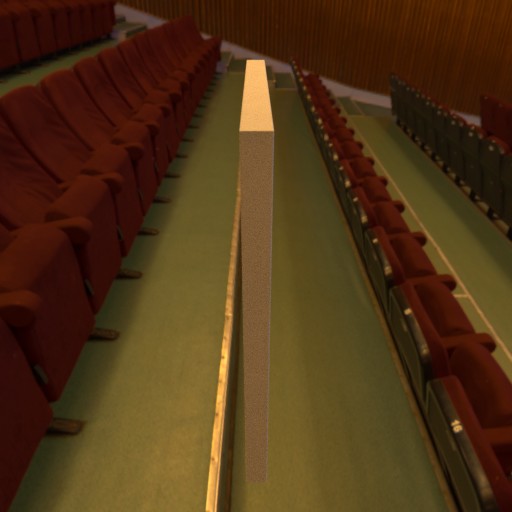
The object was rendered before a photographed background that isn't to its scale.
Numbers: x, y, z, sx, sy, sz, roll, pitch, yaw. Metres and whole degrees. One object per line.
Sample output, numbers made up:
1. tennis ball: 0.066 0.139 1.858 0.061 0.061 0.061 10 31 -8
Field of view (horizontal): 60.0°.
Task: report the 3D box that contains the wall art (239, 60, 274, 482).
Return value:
1. wall art: 0.000 0.000 0.824 0.037 0.606 0.508 0 31 0
